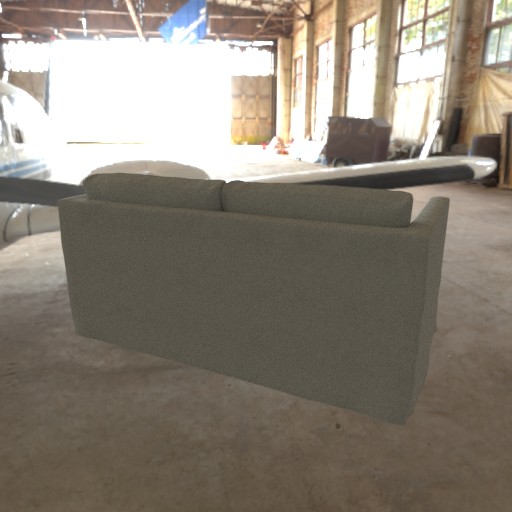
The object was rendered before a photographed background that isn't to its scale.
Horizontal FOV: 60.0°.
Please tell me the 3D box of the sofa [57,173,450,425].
[{"bbox_3d":[0.000,0.000,2.239,1.727,0.830,0.944,8,18,26],"label":"sofa"}]
